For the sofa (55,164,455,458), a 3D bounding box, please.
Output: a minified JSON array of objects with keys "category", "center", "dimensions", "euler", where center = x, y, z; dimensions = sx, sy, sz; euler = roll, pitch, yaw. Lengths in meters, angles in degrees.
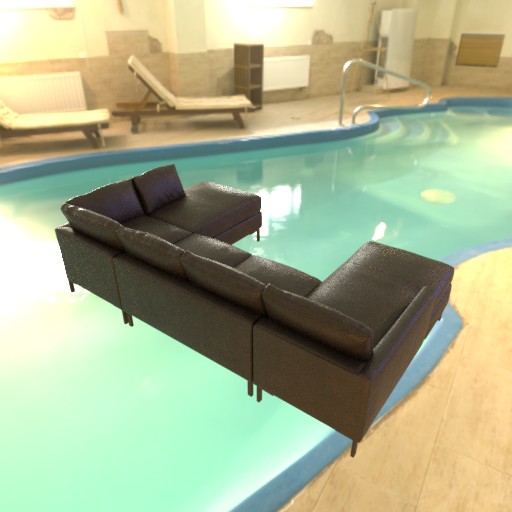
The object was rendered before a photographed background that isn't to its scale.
[{"category":"sofa","center":[0.000,0.000,3.800],"dimensions":[2.956,0.900,1.939],"euler":[20,36,31]}]
